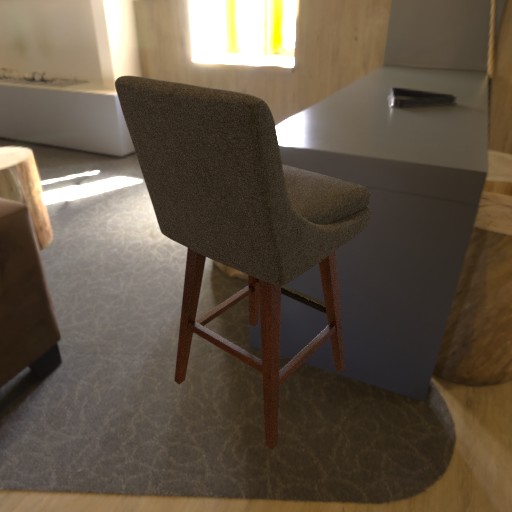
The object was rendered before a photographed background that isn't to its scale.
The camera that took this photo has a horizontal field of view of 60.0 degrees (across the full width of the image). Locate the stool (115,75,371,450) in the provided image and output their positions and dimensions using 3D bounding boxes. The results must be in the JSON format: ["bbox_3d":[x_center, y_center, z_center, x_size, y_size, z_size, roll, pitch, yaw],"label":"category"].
[{"bbox_3d":[0.000,0.000,1.371,0.489,1.068,0.572,22,37,33],"label":"stool"}]
